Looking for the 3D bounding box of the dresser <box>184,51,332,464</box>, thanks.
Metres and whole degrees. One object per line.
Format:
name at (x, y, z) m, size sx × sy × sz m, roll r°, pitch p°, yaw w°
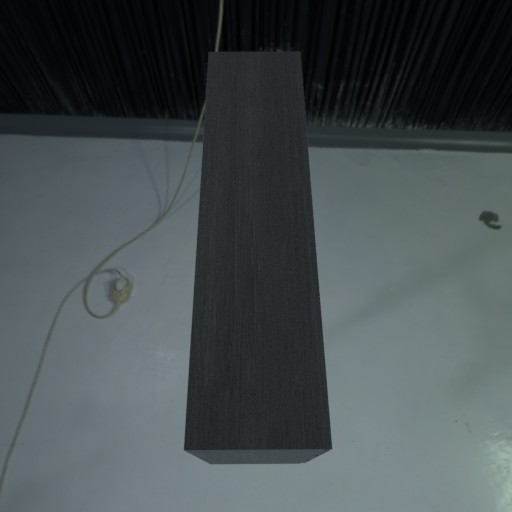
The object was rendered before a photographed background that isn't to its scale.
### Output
dresser at (0.000, 0.000, 1.910) m, size 0.400 × 0.795 × 1.590 m, roll 0°, pitch 62°, yaw 0°
